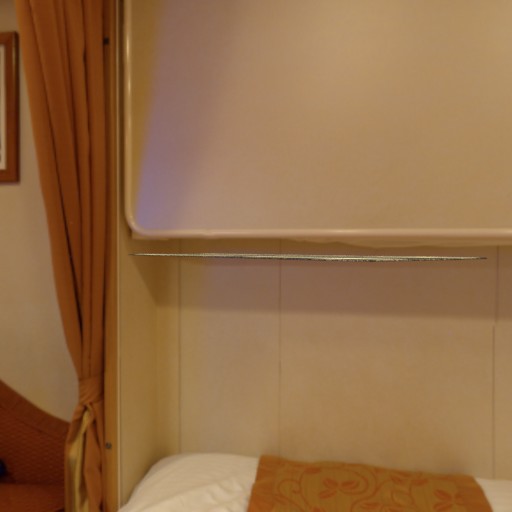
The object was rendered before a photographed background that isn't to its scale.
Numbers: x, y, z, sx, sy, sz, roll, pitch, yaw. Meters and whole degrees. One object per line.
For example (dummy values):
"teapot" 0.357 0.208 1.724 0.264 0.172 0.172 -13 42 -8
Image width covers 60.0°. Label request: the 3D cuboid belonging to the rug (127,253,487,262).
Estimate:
"rug" 0.000 0.000 2.708 0.760 0.012 2.434 -1 1 -35
